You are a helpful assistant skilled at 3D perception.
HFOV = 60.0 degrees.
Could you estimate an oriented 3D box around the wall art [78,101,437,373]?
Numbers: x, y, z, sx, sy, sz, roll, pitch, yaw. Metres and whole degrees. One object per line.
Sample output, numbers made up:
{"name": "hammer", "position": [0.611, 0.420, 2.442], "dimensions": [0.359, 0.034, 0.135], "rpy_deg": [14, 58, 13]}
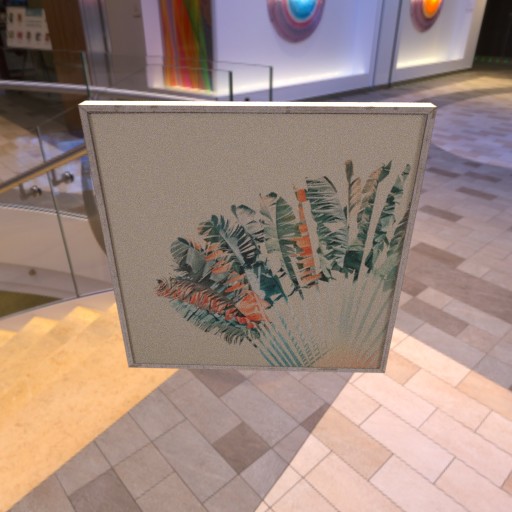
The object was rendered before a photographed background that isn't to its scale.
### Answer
{"name": "wall art", "position": [0.000, 0.000, 0.765], "dimensions": [0.508, 0.506, 0.029], "rpy_deg": [1, 30, 2]}
